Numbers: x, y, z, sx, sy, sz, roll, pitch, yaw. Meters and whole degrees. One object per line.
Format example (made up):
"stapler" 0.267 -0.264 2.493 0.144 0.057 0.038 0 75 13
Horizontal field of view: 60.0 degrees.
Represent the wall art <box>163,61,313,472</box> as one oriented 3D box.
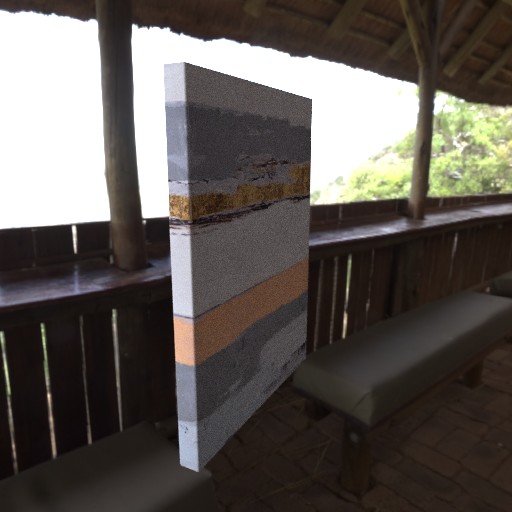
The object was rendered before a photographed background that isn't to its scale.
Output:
"wall art" 0.000 0.000 0.838 0.038 0.609 0.456 7 15 27
